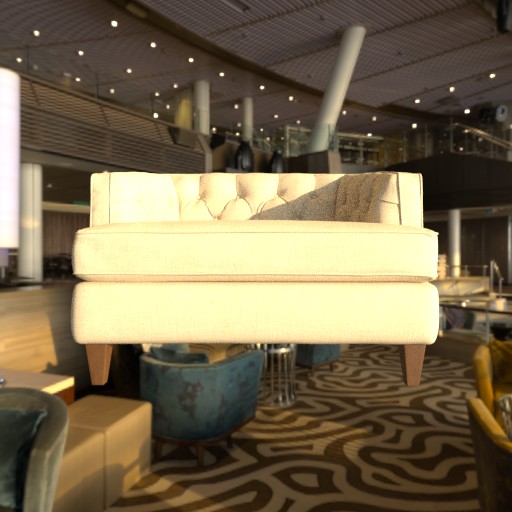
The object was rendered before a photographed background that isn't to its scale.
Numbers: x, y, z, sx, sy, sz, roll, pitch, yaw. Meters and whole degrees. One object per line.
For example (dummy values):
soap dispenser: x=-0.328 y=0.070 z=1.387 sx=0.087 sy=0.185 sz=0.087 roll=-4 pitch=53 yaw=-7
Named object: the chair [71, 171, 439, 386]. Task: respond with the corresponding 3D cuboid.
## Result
chair: x=0.000 y=0.000 z=1.738 sx=1.118 sy=0.787 sz=0.914 roll=0 pitch=0 yaw=1
